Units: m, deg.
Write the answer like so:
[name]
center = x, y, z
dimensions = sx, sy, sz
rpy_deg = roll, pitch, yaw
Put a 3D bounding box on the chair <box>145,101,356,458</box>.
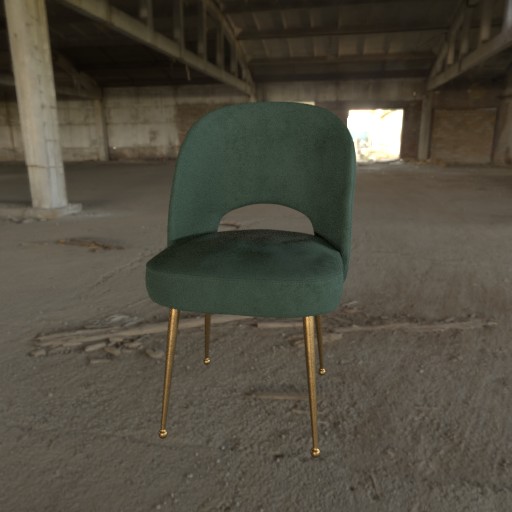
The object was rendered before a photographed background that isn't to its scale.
[chair]
center = 0.000, 0.000, 1.238
dimensions = 0.527, 0.860, 0.577
rpy_deg = 3, 15, 10
